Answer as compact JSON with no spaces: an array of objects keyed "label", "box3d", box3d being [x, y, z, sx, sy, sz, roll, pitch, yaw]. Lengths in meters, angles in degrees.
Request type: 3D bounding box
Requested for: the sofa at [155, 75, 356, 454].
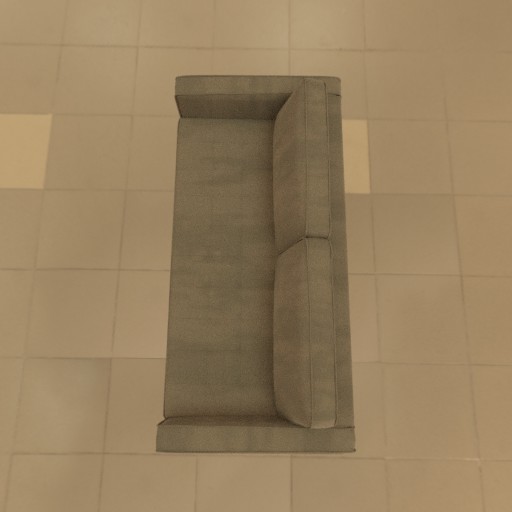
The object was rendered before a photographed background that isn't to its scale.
[{"label":"sofa","box3d":[0.000,0.000,2.373,0.924,0.825,1.920,0,77,0]}]
